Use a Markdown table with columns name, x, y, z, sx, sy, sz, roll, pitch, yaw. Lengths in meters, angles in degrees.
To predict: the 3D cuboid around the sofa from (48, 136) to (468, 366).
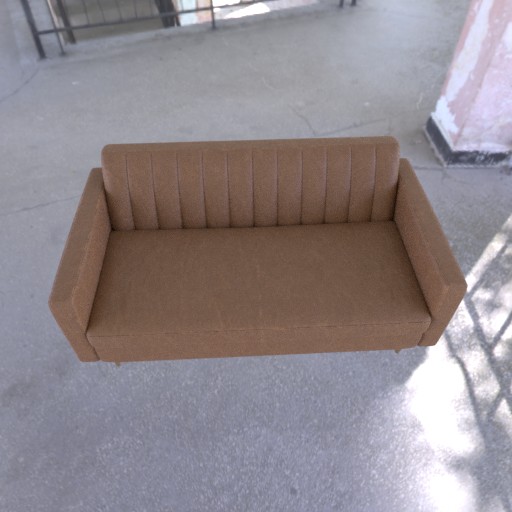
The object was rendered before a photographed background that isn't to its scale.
| name | x | y | z | sx | sy | sz | roll | pitch | yaw |
| --- | --- | --- | --- | --- | --- | --- | --- | --- | --- |
| sofa | 0.000 | 0.000 | 2.380 | 1.847 | 0.821 | 0.993 | -2 | 48 | -2 |
